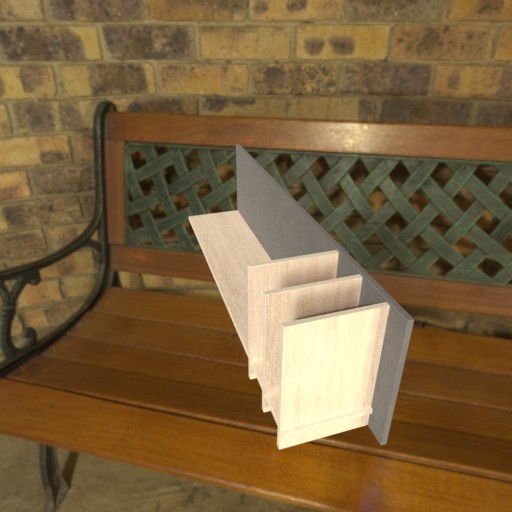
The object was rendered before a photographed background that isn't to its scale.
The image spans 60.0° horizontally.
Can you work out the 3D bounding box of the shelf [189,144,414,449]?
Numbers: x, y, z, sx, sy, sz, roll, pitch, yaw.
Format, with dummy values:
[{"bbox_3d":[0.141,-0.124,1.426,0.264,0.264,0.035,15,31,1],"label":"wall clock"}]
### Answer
[{"bbox_3d":[0.000,0.000,1.165,0.200,0.300,1.020,-9,31,-15],"label":"shelf"}]
